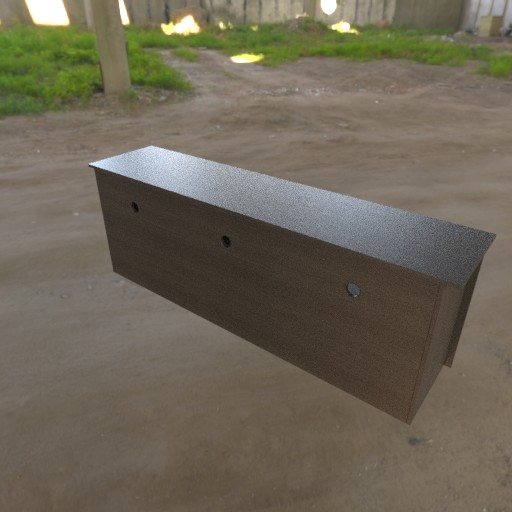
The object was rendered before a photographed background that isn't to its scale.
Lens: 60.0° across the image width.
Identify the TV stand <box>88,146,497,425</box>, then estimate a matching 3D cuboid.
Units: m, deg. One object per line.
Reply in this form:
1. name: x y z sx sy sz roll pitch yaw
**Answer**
1. TV stand: 0.000 0.000 2.008 1.778 0.610 0.406 21 36 32
